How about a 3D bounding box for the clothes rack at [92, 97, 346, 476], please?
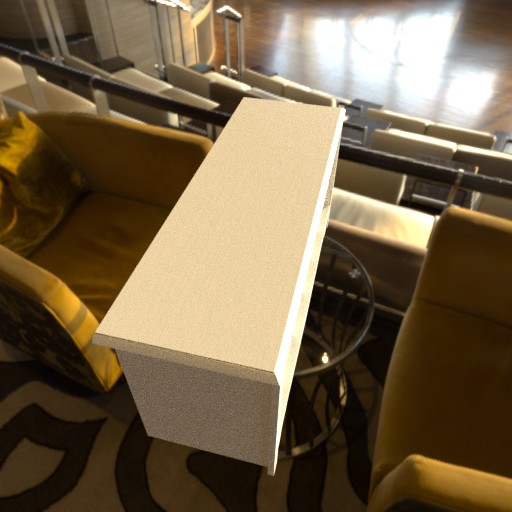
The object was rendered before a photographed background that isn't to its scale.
[{"bbox_3d":[0.000,0.000,1.508,0.405,0.558,1.218,10,45,10],"label":"clothes rack"}]
